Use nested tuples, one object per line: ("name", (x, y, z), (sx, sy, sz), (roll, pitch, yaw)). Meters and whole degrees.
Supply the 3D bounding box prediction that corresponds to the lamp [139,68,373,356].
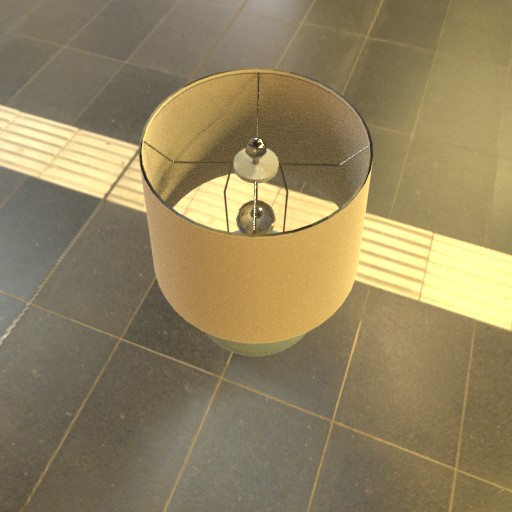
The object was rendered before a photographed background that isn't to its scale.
("lamp", (0.000, 0.000, 0.555), (0.247, 0.387, 0.247), (0, 58, 0))
